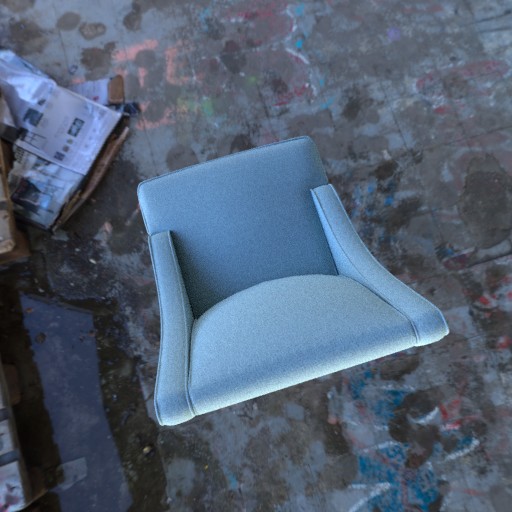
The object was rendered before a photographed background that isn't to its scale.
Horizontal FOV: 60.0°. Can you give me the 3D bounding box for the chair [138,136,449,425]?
[{"bbox_3d":[0.000,0.000,1.873,0.857,1.133,1.025,-17,78,-4],"label":"chair"}]
